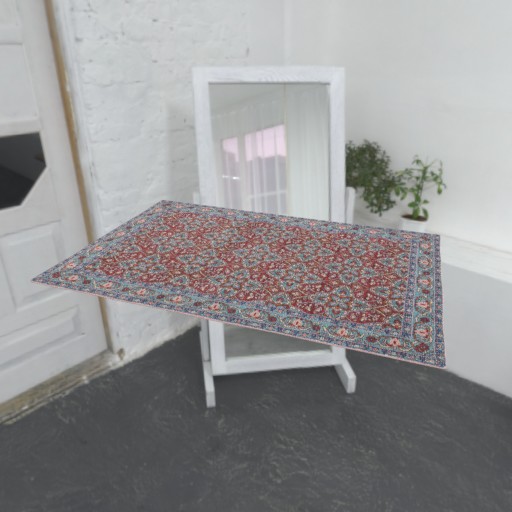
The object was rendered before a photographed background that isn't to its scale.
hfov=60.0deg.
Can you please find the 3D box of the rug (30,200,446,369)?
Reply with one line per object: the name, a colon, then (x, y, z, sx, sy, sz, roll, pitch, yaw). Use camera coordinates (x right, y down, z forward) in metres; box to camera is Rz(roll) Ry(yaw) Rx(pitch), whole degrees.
rug: (0.000, 0.000, 2.318, 1.829, 0.009, 1.219, 9, 28, 17)
